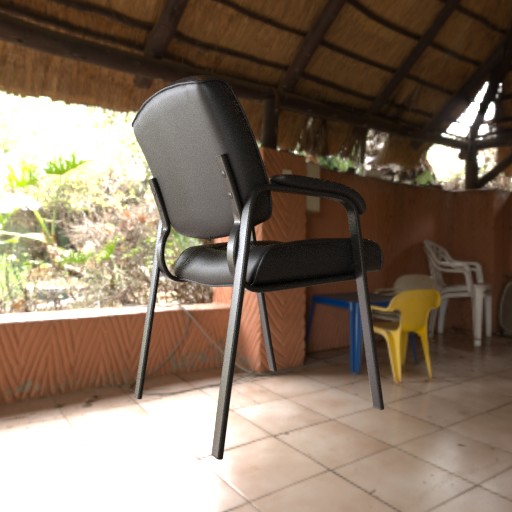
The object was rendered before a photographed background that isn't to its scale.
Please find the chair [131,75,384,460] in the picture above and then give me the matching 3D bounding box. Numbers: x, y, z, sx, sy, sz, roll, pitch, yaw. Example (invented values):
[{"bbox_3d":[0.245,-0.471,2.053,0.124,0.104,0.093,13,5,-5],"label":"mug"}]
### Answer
[{"bbox_3d":[0.000,0.000,1.373,0.668,0.910,0.591,0,1,-35],"label":"chair"}]
